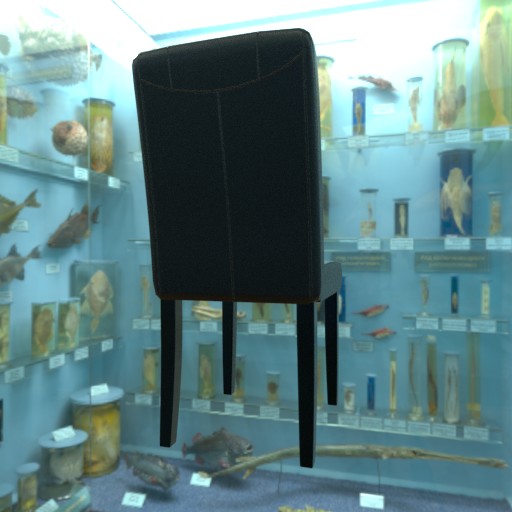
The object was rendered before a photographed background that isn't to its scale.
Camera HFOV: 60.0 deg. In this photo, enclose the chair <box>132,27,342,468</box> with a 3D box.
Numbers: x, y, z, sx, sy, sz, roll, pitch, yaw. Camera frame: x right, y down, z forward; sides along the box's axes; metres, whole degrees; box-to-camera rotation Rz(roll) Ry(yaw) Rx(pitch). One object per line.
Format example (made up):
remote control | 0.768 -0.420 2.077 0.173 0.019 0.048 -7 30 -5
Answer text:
chair | 0.000 0.000 1.159 0.399 0.897 0.556 0 0 17
